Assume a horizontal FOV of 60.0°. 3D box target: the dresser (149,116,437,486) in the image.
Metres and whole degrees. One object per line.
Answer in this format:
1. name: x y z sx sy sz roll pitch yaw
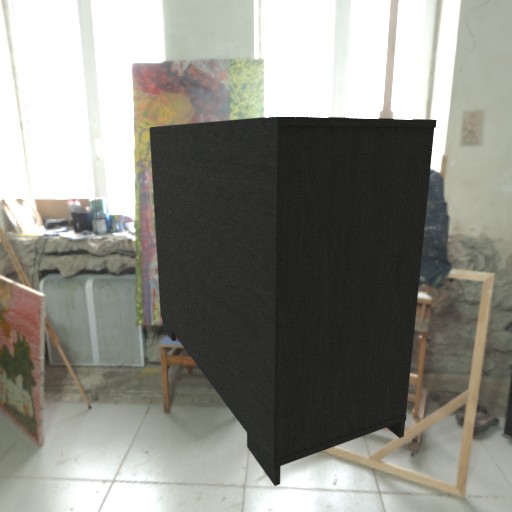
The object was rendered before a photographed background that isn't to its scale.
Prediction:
1. dresser: 0.000 0.000 1.431 0.404 0.816 0.994 -7 17 -25
